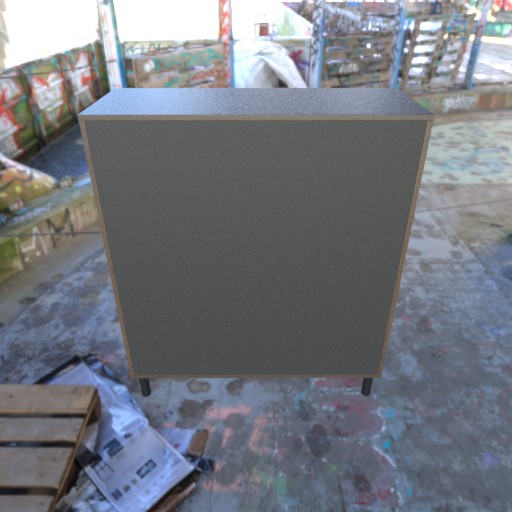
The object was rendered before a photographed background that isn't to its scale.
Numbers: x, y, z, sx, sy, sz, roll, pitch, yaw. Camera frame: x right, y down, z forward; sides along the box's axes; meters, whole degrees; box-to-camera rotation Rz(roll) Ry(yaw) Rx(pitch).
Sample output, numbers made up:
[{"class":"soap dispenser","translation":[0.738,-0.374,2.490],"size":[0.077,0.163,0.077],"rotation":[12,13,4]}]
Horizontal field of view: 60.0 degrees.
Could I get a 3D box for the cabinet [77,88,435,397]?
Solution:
[{"class":"cabinet","translation":[0.000,0.000,1.724],"size":[1.010,1.170,0.400],"rotation":[0,31,0]}]
